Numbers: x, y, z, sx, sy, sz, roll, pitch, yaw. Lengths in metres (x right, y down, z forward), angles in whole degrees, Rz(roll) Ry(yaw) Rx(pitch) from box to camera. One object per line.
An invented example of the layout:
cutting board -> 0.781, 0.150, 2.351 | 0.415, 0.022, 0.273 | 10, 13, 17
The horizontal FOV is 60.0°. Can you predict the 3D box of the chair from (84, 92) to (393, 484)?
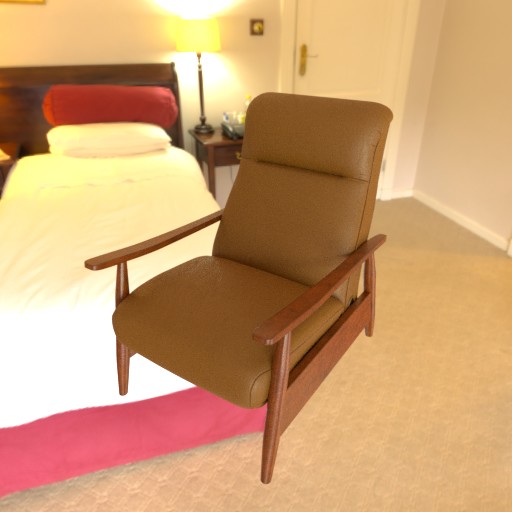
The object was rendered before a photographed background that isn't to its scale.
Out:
chair -> 0.000, 0.000, 1.745 | 0.762, 1.082, 1.014 | 18, 33, 29
